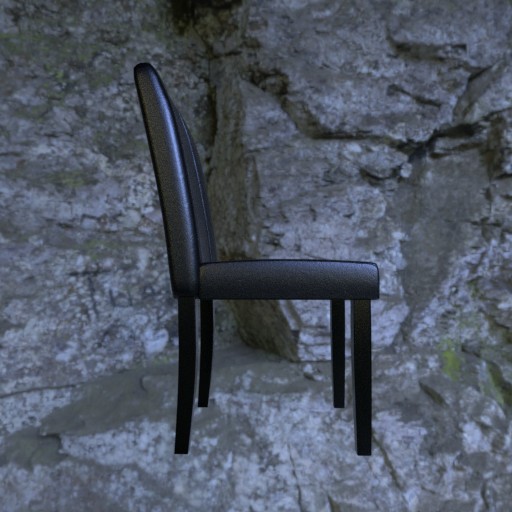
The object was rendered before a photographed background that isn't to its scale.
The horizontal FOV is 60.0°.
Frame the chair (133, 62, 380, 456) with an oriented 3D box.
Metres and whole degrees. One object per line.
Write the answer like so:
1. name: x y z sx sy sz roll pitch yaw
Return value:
1. chair: 0.000 0.000 1.179 0.556 0.897 0.399 0 -2 1
